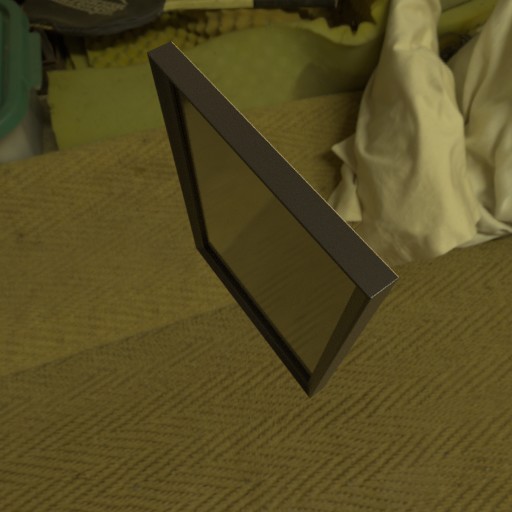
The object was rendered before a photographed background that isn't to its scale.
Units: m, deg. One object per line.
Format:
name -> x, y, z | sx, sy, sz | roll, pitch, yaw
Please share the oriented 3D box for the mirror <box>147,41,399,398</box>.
mirror -> 0.000, 0.000, 0.704 | 0.041, 0.509, 0.406 | -33, 67, -16
